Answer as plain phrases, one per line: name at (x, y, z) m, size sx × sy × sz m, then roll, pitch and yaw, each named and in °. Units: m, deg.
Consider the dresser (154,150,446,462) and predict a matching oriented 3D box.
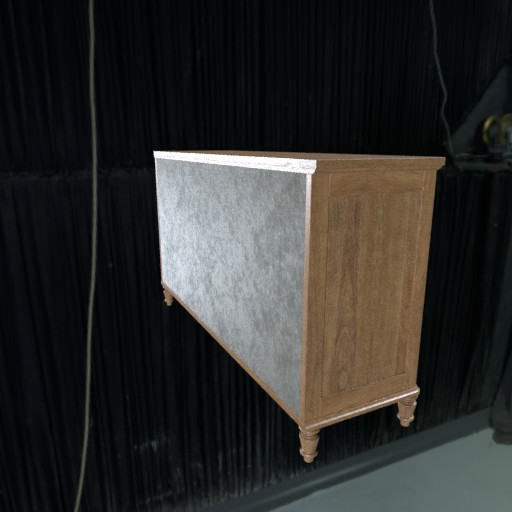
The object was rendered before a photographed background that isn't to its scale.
dresser at (0.000, 0.000, 1.975) m, size 0.468 × 0.892 × 1.583 m, roll -7°, pitch 16°, yaw -26°
